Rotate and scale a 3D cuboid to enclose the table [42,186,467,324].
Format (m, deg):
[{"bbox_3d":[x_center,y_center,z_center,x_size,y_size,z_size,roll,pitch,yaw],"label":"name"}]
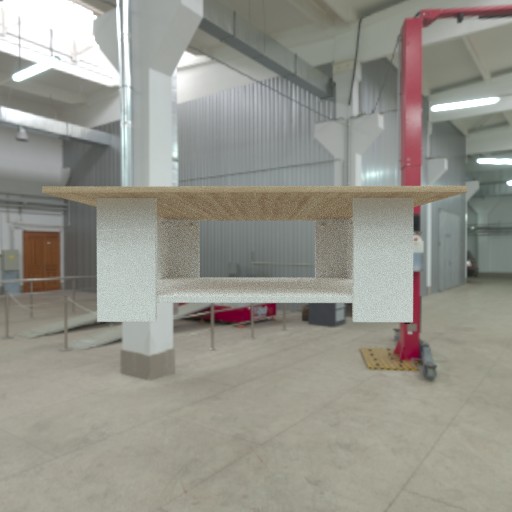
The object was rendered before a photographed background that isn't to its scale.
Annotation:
[{"bbox_3d":[0.000,0.000,1.375,0.890,0.305,0.890,0,1,1],"label":"table"}]
